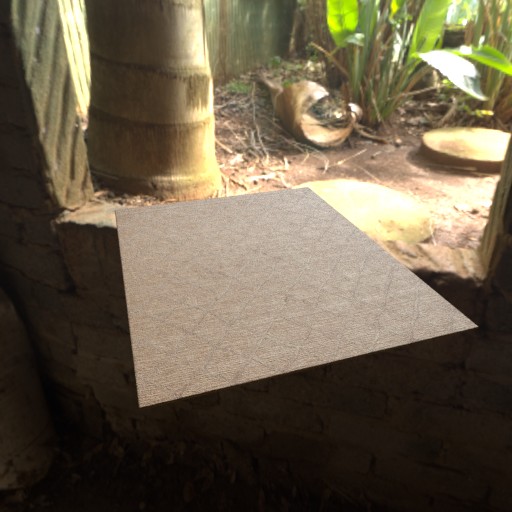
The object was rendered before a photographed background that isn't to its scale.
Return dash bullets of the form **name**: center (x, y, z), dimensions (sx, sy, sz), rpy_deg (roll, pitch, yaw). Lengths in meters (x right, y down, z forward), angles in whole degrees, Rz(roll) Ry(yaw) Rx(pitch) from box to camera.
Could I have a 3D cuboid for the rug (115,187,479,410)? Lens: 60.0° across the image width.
- **rug**: center (0.000, 0.000, 4.156), dimensions (2.420, 0.019, 3.039), rpy_deg (-9, 31, -16)
